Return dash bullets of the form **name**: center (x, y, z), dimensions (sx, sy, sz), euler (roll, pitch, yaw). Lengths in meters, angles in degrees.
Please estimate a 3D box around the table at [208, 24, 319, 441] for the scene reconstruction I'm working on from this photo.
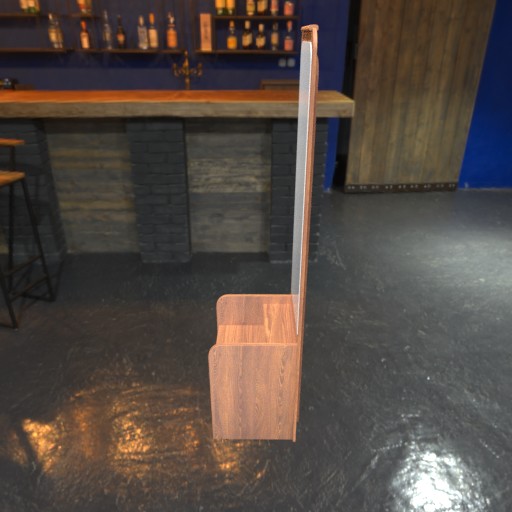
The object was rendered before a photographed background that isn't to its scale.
- **table**: center (0.000, 0.000, 1.985), dimensions (0.420, 1.830, 0.450), euler (0, 26, 0)
